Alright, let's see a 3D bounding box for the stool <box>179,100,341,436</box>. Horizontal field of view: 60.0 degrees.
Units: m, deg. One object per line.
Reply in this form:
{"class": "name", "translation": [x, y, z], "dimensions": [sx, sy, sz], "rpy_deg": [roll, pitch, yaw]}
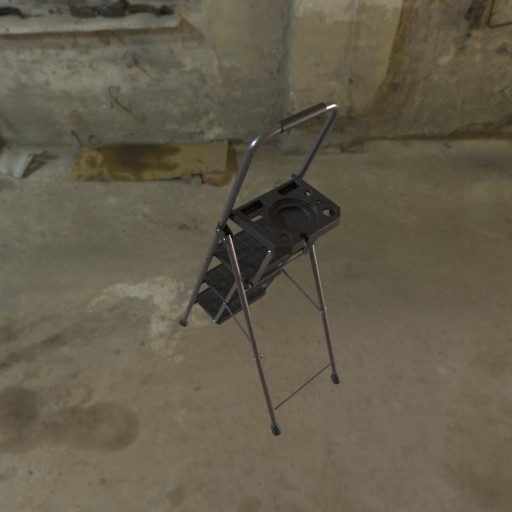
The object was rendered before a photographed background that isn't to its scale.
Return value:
{"class": "stool", "translation": [0.000, 0.000, 1.610], "dimensions": [0.396, 1.277, 0.733], "rpy_deg": [-31, 54, -26]}
